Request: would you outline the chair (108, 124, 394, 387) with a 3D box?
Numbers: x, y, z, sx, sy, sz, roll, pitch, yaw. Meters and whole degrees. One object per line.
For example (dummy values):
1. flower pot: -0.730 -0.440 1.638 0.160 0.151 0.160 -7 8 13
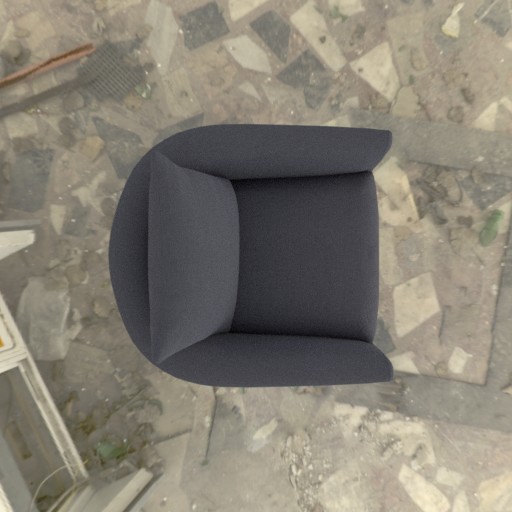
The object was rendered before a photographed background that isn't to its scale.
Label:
1. chair: 0.000 0.000 1.602 0.910 0.848 0.845 0 89 2
